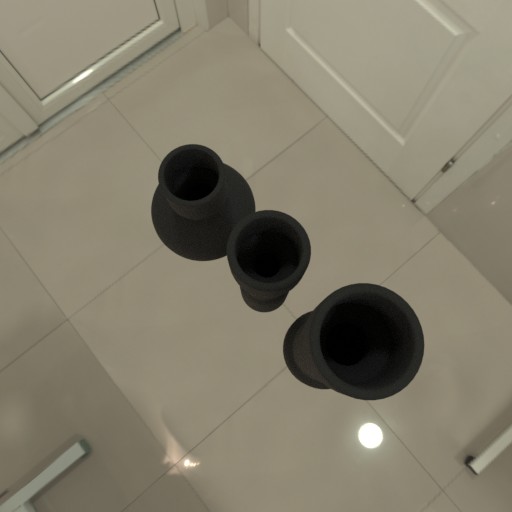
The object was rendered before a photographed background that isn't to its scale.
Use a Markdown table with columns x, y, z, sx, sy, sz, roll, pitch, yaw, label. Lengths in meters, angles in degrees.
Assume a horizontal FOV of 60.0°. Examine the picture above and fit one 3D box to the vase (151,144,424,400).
| x | y | z | sx | sy | sz | roll | pitch | yaw | label |
| --- | --- | --- | --- | --- | --- | --- | --- | --- | --- |
| 0.000 | 0.000 | 0.426 | 0.120 | 0.249 | 0.307 | -39 | 80 | -9 | vase |
